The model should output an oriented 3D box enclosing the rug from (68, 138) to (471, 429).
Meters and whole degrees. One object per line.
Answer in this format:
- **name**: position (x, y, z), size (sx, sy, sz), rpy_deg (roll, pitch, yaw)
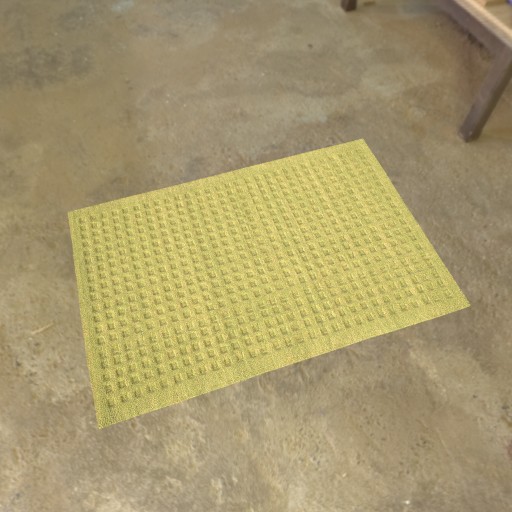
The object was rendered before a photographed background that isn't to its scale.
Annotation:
- **rug**: position (0.000, 0.000, 2.930), size (2.297, 0.007, 1.529), rpy_deg (-16, 60, -10)
